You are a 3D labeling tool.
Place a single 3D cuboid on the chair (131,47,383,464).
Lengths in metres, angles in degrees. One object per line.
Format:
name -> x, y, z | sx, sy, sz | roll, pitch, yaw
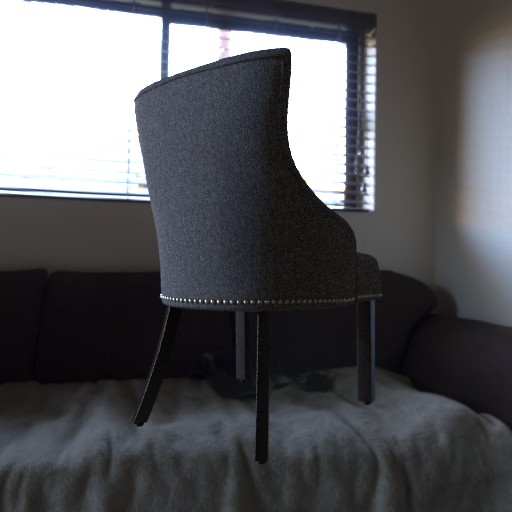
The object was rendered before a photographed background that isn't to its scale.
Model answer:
chair -> 0.000, 0.000, 1.298 | 0.566, 0.909, 0.629 | -1, -2, 35
